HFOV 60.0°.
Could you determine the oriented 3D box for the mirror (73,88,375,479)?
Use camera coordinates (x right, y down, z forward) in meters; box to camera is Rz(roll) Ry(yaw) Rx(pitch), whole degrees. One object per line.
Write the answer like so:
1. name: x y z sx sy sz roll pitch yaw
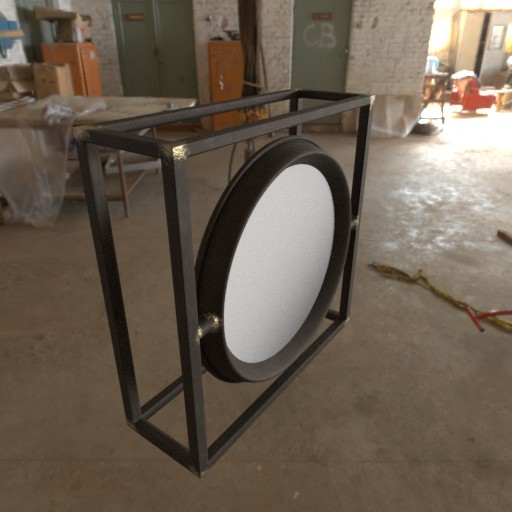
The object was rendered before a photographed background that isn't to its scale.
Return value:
1. mirror: 0.000 0.000 0.473 0.107 0.303 0.306 19 32 32
